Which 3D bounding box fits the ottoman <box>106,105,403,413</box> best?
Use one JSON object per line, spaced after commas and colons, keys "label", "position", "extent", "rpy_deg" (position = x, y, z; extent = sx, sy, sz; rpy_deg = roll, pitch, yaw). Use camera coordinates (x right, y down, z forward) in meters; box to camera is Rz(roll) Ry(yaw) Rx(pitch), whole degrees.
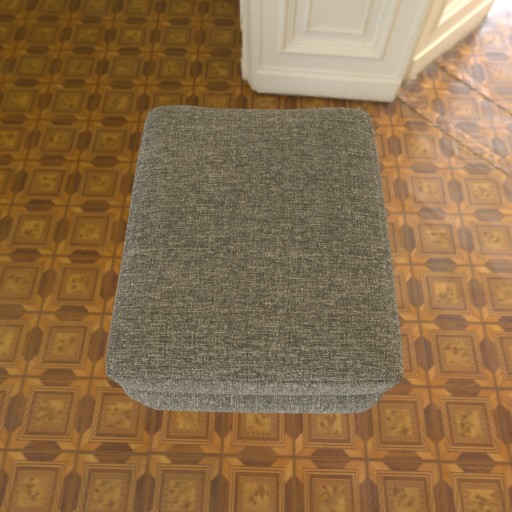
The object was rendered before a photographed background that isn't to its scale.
{"label": "ottoman", "position": [0.000, 0.000, 1.255], "extent": [0.683, 0.480, 0.828], "rpy_deg": [1, 64, 0]}
